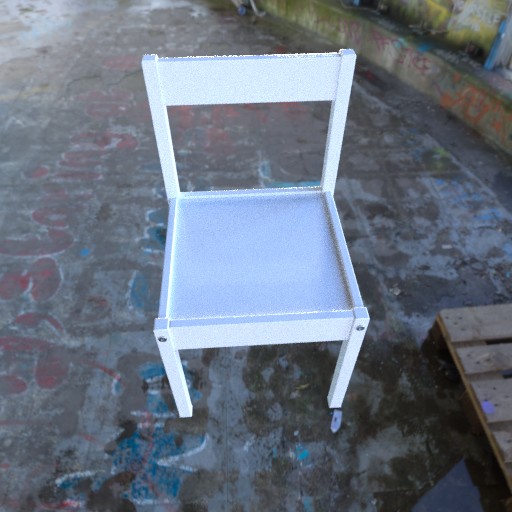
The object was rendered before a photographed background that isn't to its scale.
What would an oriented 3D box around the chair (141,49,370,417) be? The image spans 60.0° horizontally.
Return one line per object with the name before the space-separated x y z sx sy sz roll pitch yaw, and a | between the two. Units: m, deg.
chair | 0.000 0.000 0.686 0.285 0.505 0.285 -3 48 -3
